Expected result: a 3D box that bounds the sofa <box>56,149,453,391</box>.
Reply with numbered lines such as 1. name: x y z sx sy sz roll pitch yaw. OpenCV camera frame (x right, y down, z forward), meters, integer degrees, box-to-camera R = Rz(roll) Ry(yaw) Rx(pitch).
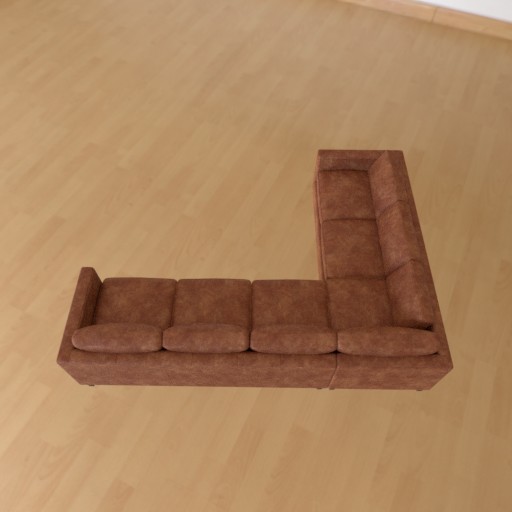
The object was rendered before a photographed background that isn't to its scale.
1. sofa: 0.000 0.000 4.385 3.150 0.838 2.438 1 57 0
